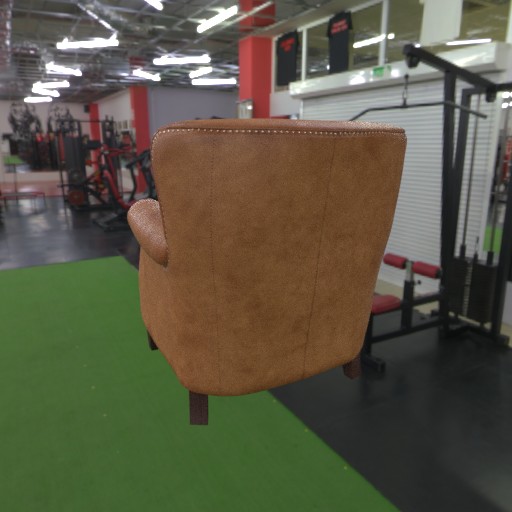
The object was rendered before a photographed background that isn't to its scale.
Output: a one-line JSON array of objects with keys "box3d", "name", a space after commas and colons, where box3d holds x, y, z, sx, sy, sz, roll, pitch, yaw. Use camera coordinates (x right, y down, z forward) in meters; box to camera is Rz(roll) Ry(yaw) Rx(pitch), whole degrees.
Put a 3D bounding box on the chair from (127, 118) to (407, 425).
[{"box3d": [0.000, 0.000, 1.656, 0.861, 0.936, 0.921, -7, 16, -26], "name": "chair"}]
